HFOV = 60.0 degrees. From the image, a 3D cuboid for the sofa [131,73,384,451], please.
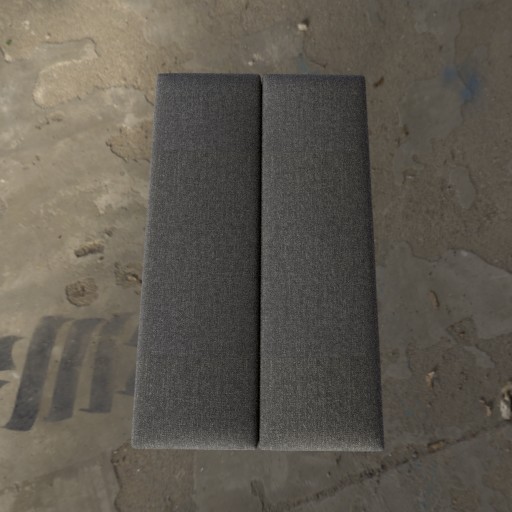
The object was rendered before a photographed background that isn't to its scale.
[{"bbox_3d":[0.000,0.000,1.563,0.782,0.417,1.198,1,77,0],"label":"sofa"}]
